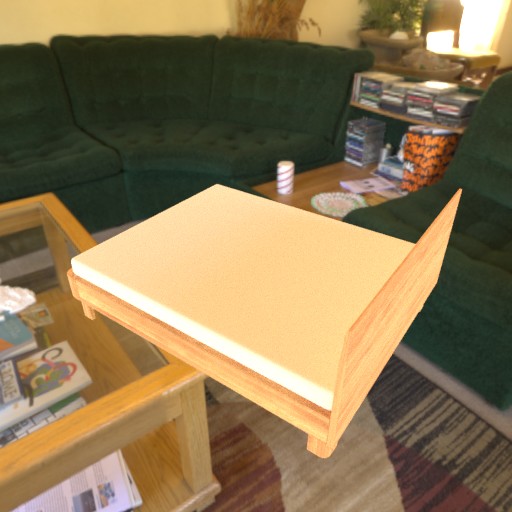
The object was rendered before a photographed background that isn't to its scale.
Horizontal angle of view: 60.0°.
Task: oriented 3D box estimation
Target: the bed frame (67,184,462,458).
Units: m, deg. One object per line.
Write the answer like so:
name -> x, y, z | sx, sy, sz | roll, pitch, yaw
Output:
bed frame -> 0.000, 0.000, 3.059 | 2.092, 0.940, 1.660 | 21, 38, 29
